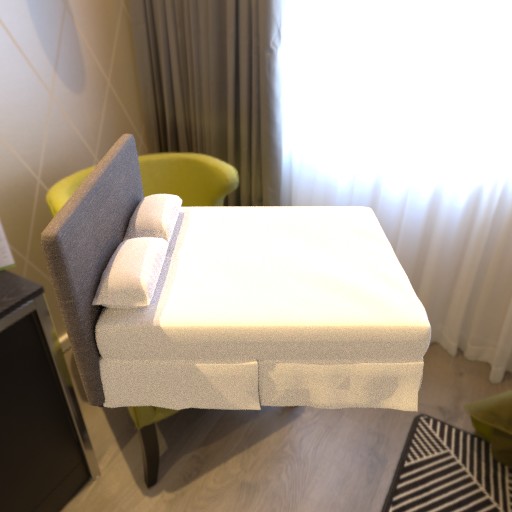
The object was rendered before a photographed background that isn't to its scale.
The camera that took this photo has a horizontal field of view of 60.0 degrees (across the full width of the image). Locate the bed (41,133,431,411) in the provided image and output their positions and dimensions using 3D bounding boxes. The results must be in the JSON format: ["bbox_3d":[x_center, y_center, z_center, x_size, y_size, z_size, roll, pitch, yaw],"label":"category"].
[{"bbox_3d":[0.000,0.000,3.195,2.142,1.330,1.723,0,32,0],"label":"bed"}]
